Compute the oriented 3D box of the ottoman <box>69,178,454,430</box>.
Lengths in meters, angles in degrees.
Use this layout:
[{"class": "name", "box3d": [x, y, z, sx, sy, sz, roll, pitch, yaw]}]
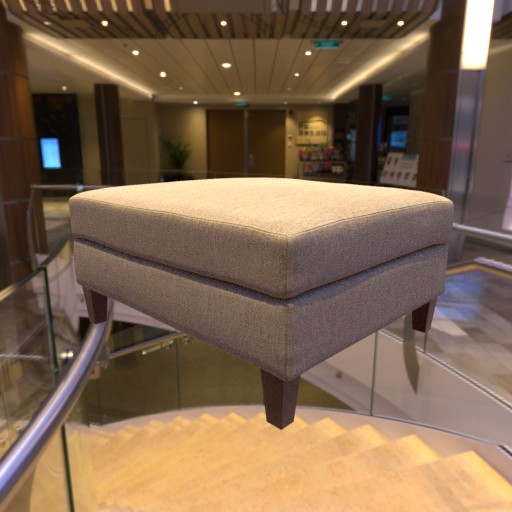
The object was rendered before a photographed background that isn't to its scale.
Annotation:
[{"class": "ottoman", "box3d": [0.000, 0.000, 1.472, 0.976, 0.492, 0.836, 13, 19, 43]}]
